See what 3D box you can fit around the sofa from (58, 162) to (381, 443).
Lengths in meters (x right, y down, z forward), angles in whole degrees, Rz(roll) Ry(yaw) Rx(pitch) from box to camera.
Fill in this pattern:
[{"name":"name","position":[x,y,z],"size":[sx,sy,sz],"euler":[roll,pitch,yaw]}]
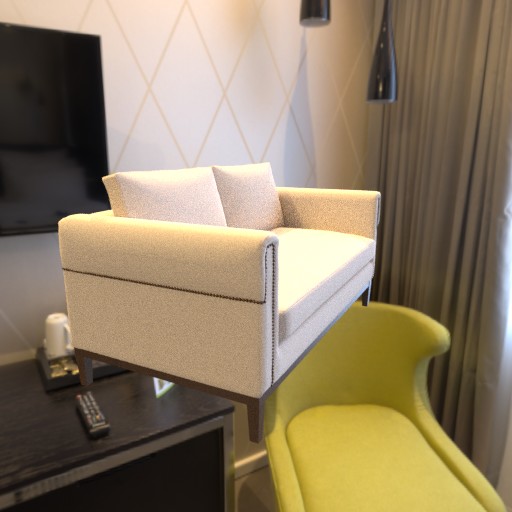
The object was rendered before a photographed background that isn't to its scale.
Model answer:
[{"name":"sofa","position":[0.000,0.000,2.211],"size":[0.905,0.873,1.598],"euler":[7,15,27]}]
